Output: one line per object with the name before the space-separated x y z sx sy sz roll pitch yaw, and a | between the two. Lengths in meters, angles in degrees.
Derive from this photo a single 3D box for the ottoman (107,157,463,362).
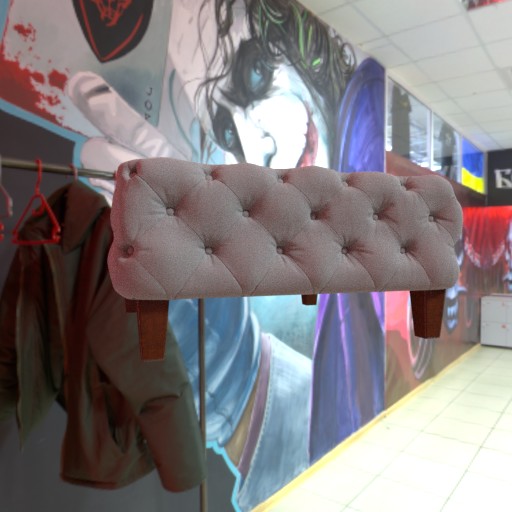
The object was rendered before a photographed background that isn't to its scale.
ottoman | 0.000 0.000 1.441 0.911 0.439 0.917 0 1 -19
